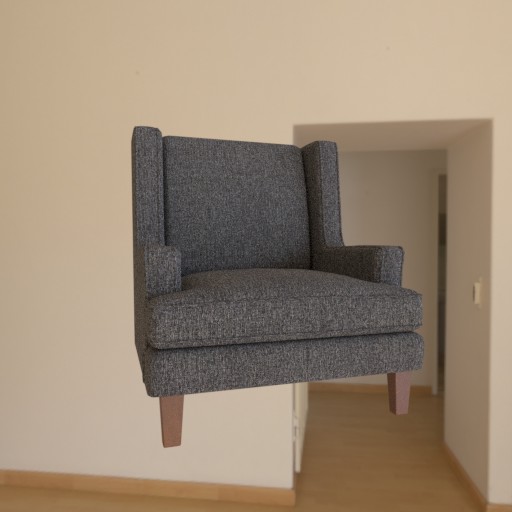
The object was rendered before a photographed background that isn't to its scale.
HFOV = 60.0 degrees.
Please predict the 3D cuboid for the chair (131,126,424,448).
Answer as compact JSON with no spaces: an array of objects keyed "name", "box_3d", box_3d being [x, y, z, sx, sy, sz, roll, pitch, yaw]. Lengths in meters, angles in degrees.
[{"name":"chair","box_3d":[0.000,0.000,1.796,0.942,1.082,0.927,0,2,-18]}]
